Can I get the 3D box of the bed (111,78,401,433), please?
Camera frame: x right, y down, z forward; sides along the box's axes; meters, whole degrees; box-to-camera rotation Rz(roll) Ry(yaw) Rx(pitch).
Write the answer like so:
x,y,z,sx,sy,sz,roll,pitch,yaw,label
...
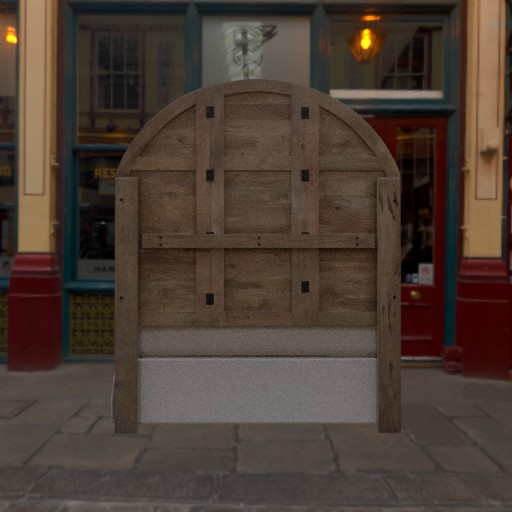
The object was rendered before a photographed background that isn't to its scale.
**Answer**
x,y,z,sx,sy,sz,roll,pitch,yaw,label
0.000,0.000,3.543,1.713,2.002,2.112,0,0,0,bed
